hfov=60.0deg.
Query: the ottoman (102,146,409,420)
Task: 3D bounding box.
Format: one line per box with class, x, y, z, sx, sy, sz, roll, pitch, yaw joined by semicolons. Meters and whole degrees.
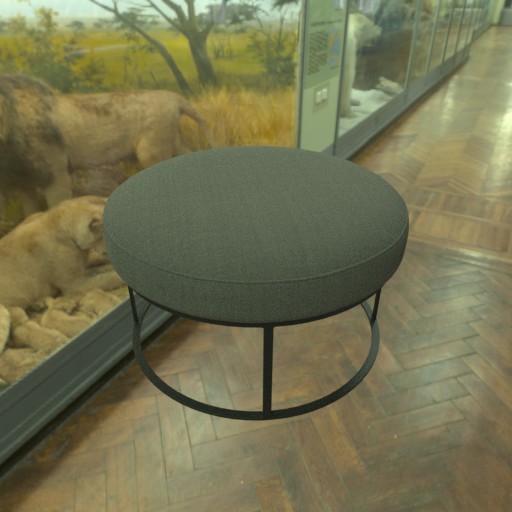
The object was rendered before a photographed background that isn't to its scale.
ottoman;0.000;0.000;1.230;0.772;0.460;0.772;0;31;0
